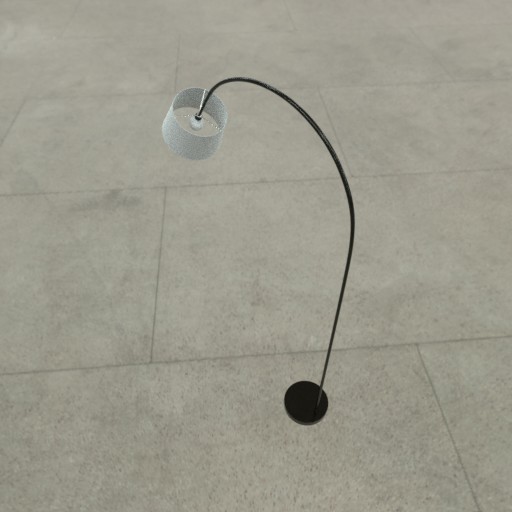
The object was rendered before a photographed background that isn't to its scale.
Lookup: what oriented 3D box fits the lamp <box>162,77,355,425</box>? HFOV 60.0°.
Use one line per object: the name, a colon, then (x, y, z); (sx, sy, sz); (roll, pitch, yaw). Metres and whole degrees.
lamp: (0.000, 0.000, 2.557); (0.331, 2.104, 1.363); (-32, 54, -26)
